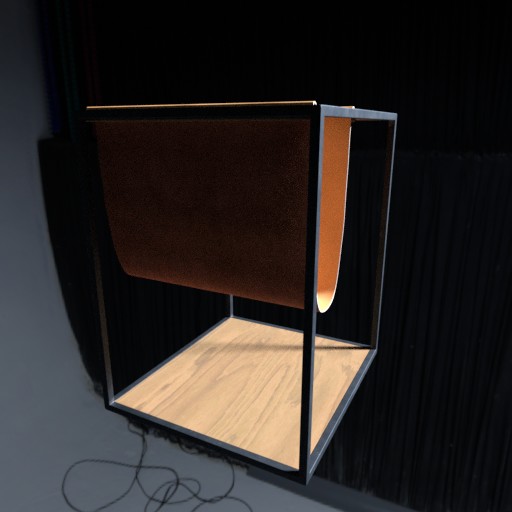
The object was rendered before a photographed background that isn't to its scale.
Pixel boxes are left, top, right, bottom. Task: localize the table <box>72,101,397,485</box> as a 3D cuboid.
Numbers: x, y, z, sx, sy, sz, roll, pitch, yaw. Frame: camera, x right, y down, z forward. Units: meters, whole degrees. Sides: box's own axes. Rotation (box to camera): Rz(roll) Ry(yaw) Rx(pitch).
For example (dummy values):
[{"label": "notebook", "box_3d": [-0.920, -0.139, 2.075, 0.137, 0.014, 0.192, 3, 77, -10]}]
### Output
[{"label": "table", "box_3d": [0.000, 0.000, 0.852, 0.399, 0.536, 0.450, 8, 18, 26]}]
